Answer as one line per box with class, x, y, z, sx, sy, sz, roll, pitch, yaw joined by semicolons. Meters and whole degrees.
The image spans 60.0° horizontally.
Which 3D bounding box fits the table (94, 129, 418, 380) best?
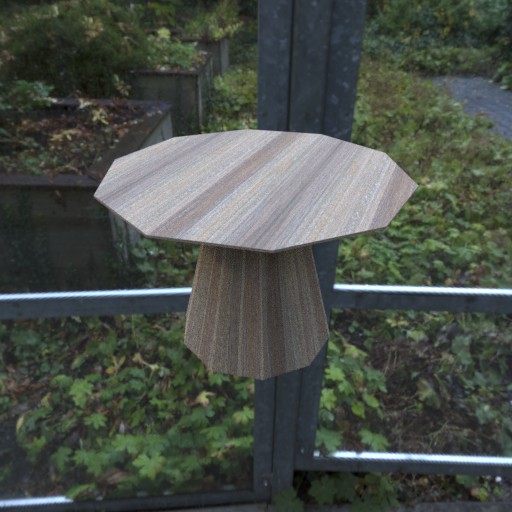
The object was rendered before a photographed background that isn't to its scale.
table;0.000;0.000;1.886;1.186;0.752;1.186;0;31;0
